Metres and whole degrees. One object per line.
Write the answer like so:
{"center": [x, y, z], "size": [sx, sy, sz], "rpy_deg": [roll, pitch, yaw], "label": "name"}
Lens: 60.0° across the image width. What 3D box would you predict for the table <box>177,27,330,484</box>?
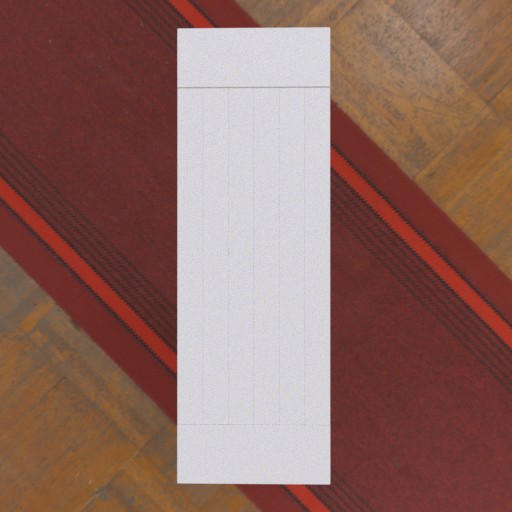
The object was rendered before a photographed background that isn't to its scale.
{"center": [0.000, 0.000, 1.416], "size": [0.373, 0.768, 1.062], "rpy_deg": [0, 90, 1], "label": "table"}
